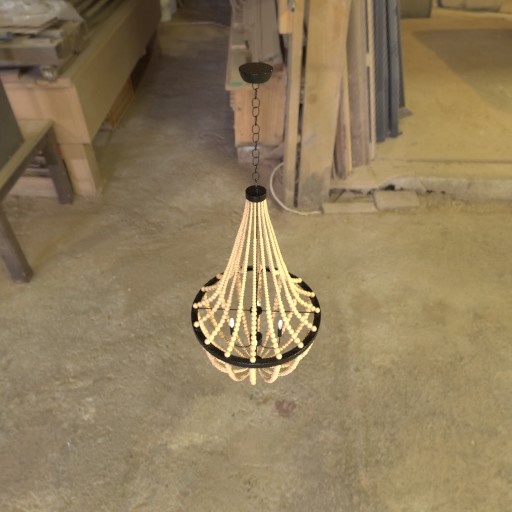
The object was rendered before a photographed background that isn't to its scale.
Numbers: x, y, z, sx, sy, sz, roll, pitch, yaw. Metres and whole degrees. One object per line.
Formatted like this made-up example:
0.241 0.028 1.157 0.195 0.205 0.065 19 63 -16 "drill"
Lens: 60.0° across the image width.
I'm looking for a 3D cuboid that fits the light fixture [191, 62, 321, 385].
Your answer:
0.000 0.000 1.374 0.450 1.133 0.450 0 42 0 "light fixture"
